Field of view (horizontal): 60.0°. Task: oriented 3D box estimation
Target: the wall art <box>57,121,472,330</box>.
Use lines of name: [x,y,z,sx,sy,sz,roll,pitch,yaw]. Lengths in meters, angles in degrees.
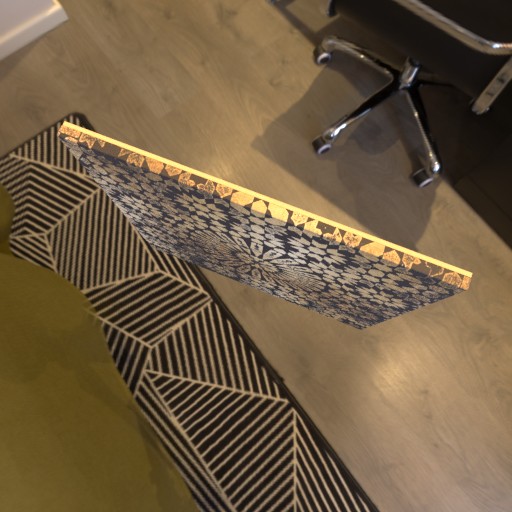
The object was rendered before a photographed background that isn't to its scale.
wall art: [0.000,0.000,1.359,0.914,0.914,0.038,21,77,5]
